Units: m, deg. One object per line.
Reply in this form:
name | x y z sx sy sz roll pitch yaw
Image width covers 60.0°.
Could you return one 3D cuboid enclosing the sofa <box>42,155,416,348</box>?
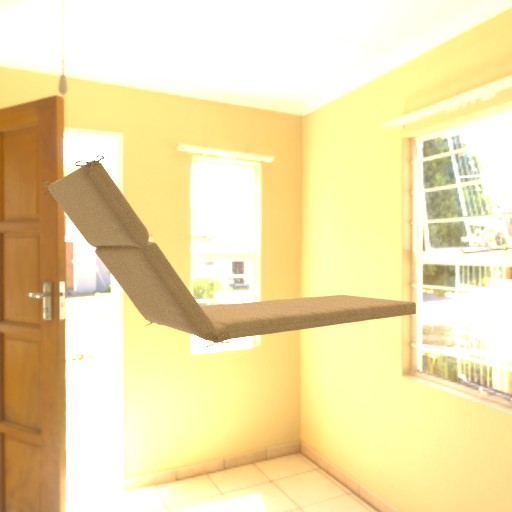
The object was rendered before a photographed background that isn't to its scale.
sofa | 0.000 0.000 1.976 1.663 0.622 0.582 0 1 -36
